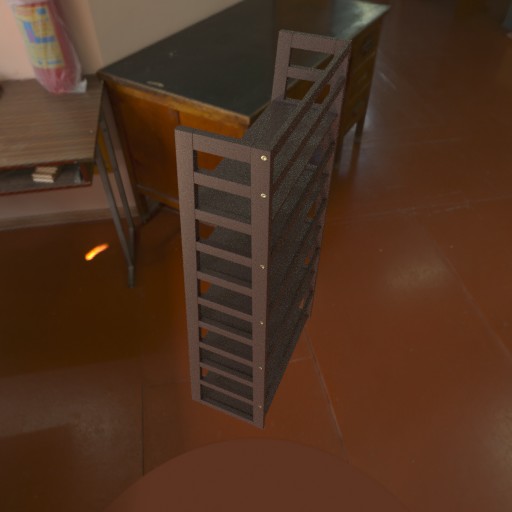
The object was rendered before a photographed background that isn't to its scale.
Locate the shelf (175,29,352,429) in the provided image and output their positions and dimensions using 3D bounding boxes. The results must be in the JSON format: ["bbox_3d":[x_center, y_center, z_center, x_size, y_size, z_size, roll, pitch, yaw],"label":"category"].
[{"bbox_3d":[0.000,0.000,1.928,0.403,1.600,0.763,17,48,16],"label":"shelf"}]
